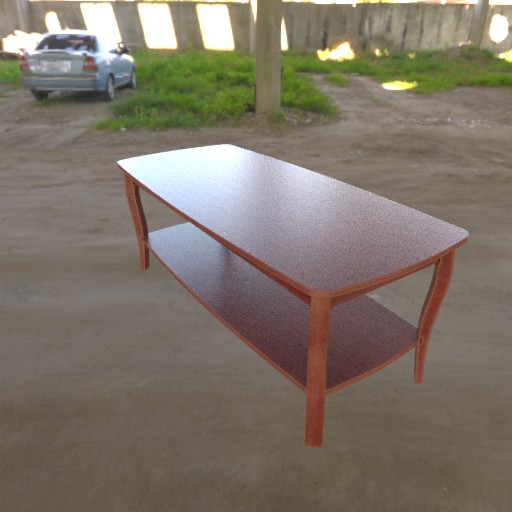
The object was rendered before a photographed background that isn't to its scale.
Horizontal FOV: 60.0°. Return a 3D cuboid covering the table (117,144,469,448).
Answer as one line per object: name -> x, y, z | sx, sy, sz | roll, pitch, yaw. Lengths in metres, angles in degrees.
table -> 0.000, 0.000, 1.509 | 0.561, 0.473, 1.216 | -17, 32, -30
